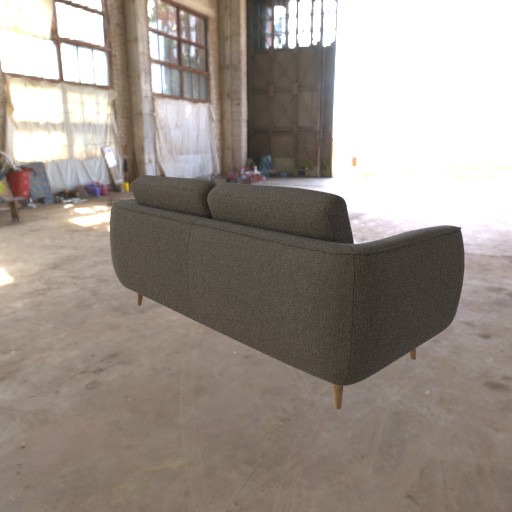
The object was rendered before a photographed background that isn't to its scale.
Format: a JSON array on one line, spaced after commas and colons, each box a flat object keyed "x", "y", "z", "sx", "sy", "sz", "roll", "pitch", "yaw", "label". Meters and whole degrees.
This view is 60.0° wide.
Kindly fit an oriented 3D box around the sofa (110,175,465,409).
[{"x": 0.000, "y": 0.000, "z": 2.495, "sx": 0.920, "sy": 0.870, "sz": 2.000, "roll": -13, "pitch": 19, "yaw": -42, "label": "sofa"}]
